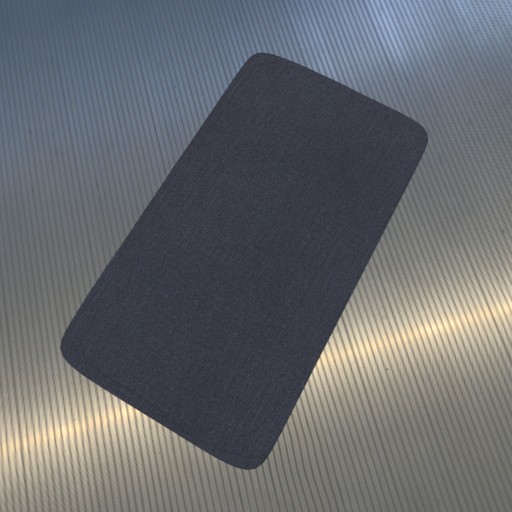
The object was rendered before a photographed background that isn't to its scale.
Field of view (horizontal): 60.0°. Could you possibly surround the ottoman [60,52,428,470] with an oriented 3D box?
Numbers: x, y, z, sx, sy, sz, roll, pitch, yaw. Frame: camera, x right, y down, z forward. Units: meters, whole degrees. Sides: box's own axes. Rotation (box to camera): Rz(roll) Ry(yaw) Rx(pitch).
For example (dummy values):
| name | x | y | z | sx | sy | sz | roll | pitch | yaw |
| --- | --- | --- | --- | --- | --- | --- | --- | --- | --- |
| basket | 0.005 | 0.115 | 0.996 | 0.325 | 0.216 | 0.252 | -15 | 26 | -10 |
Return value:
| name | x | y | z | sx | sy | sz | roll | pitch | yaw |
| --- | --- | --- | --- | --- | --- | --- | --- | --- | --- |
| ottoman | 0.000 | 0.000 | 1.172 | 0.505 | 0.453 | 0.895 | 28 | 76 | 8 |
